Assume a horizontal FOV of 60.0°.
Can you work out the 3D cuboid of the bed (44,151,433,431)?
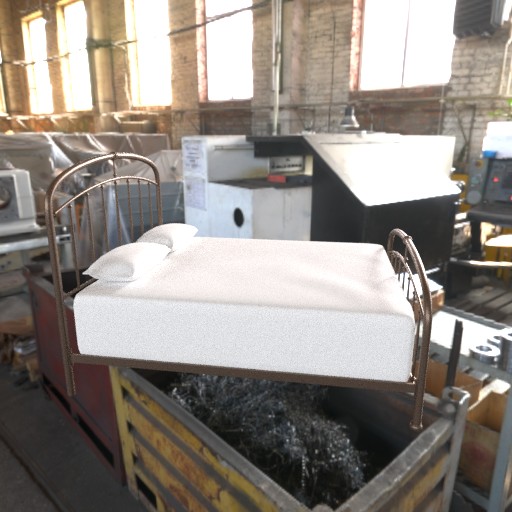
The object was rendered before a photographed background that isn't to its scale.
[{"bbox_3d":[0.000,0.000,3.244,2.168,1.475,1.711,3,16,9],"label":"bed"}]
